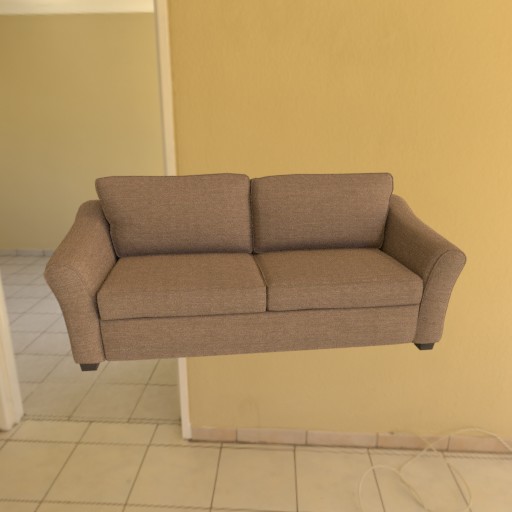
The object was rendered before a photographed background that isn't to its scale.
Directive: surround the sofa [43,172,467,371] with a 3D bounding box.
[{"bbox_3d":[0.000,0.000,2.758,2.270,0.965,0.980,-2,17,-7],"label":"sofa"}]
